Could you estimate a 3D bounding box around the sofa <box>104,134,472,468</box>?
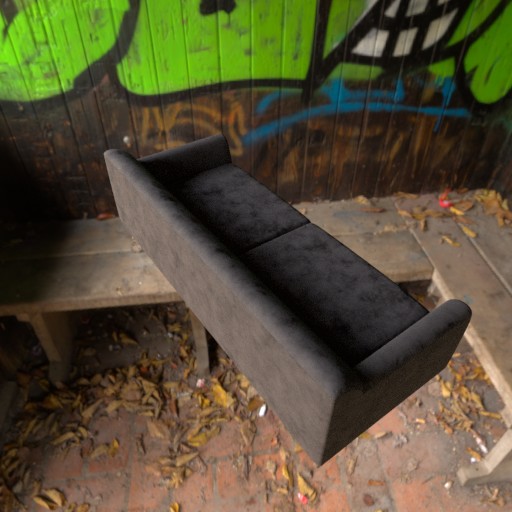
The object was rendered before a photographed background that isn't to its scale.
[{"bbox_3d":[0.000,0.000,2.627,0.900,0.740,2.190,-25,47,-26],"label":"sofa"}]
